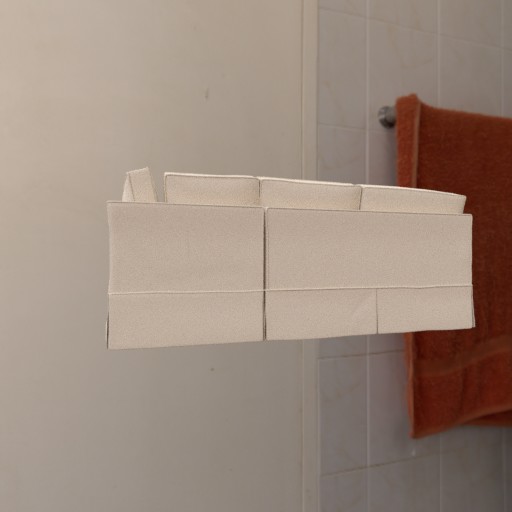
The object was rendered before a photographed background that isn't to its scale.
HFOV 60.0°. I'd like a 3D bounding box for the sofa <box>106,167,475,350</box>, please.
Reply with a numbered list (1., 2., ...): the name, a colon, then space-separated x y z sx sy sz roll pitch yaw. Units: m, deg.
1. sofa: 0.000 0.000 4.081 2.591 1.070 2.597 0 0 -18
